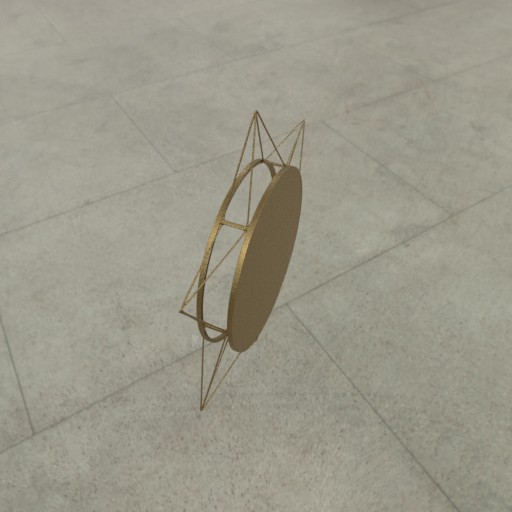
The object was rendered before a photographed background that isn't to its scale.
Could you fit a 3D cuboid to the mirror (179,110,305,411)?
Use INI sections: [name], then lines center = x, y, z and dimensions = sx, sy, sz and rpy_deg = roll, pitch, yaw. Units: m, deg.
[mirror]
center = 0.000, 0.000, 0.814
dimensions = 0.062, 0.581, 0.498
rpy_deg = 17, 49, 15
